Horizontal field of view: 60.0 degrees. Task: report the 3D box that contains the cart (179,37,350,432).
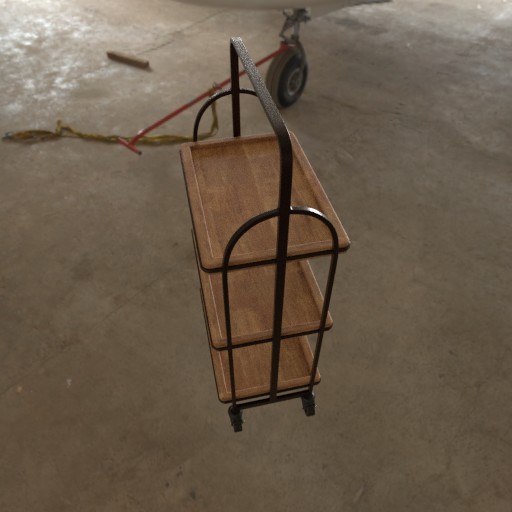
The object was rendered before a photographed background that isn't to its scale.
[{"bbox_3d":[0.000,0.000,1.227,0.327,1.001,0.553,-9,47,-9],"label":"cart"}]
